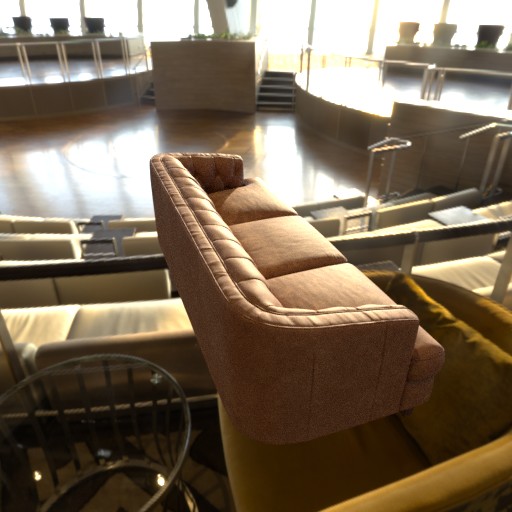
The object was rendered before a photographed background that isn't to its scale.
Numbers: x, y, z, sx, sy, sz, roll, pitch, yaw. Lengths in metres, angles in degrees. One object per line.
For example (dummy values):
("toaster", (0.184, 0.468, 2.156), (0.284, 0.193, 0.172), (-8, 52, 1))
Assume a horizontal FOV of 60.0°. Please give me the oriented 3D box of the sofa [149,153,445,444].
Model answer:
("sofa", (0.000, 0.000, 2.672), (0.922, 0.791, 2.257), (-11, 32, -18))
